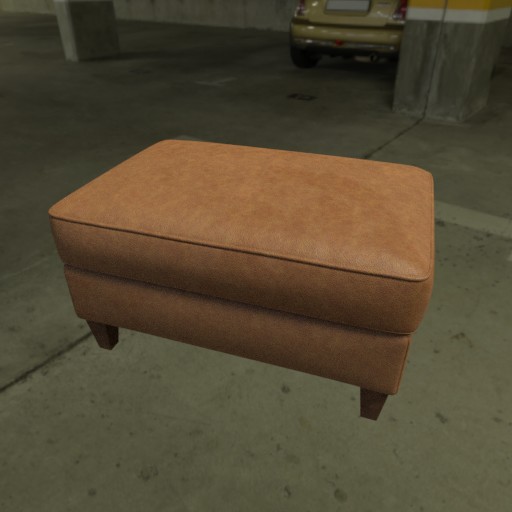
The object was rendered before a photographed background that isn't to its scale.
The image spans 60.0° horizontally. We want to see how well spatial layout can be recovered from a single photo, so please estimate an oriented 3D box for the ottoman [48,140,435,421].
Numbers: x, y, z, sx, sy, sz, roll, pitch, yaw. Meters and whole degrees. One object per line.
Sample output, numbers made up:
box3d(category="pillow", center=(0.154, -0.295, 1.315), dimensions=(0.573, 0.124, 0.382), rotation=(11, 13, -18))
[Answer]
box3d(category="ottoman", center=(0.000, 0.000, 1.209), dimensions=(0.864, 0.483, 0.584), rotation=(10, 34, 16))
